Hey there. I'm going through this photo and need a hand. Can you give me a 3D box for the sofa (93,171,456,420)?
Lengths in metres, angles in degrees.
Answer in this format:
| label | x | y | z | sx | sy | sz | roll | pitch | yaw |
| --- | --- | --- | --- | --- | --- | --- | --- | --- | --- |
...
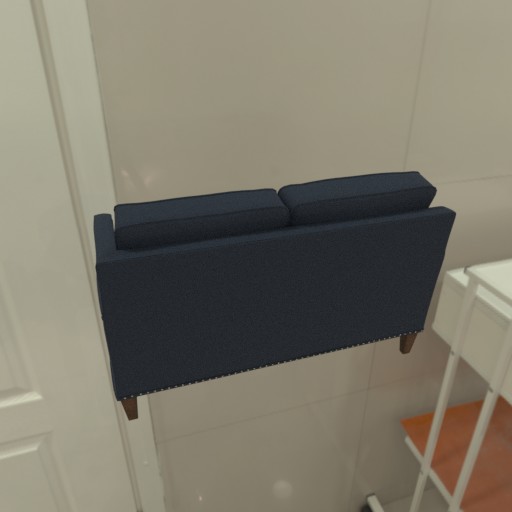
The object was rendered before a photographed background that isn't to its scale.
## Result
| label | x | y | z | sx | sy | sz | roll | pitch | yaw |
| --- | --- | --- | --- | --- | --- | --- | --- | --- | --- |
| sofa | 0.000 | 0.000 | 2.324 | 1.597 | 1.003 | 1.084 | -9 | 29 | -16 |
